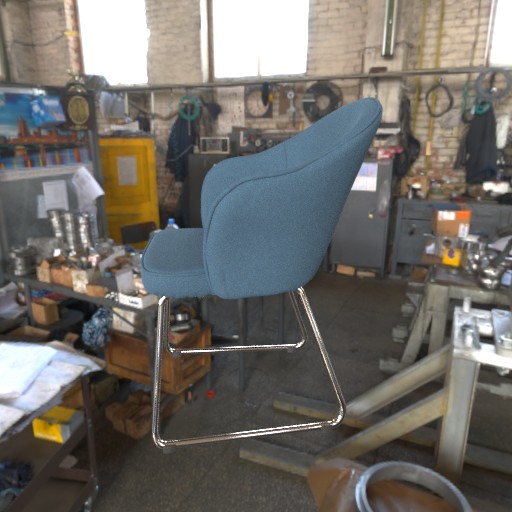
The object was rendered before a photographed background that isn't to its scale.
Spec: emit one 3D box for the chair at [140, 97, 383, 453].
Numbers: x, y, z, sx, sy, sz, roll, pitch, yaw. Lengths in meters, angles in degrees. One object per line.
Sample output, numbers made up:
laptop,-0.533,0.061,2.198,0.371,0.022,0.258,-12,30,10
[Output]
chair,0.000,0.000,1.202,0.585,0.815,0.570,-2,16,-7
